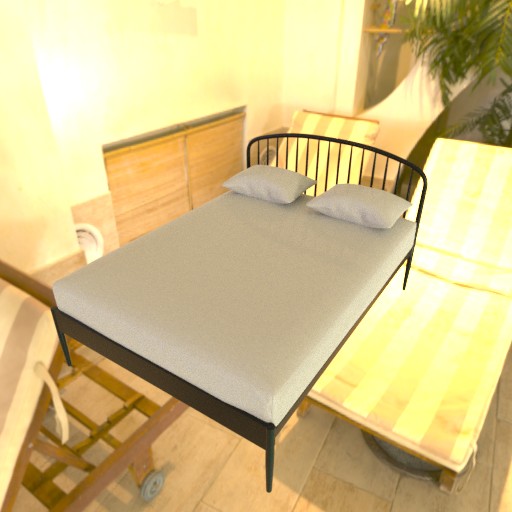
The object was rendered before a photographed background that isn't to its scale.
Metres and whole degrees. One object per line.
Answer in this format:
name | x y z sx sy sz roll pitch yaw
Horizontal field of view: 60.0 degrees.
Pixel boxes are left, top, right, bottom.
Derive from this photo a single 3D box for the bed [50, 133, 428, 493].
bed | 0.000 0.000 3.051 1.618 1.166 2.159 18 35 29
